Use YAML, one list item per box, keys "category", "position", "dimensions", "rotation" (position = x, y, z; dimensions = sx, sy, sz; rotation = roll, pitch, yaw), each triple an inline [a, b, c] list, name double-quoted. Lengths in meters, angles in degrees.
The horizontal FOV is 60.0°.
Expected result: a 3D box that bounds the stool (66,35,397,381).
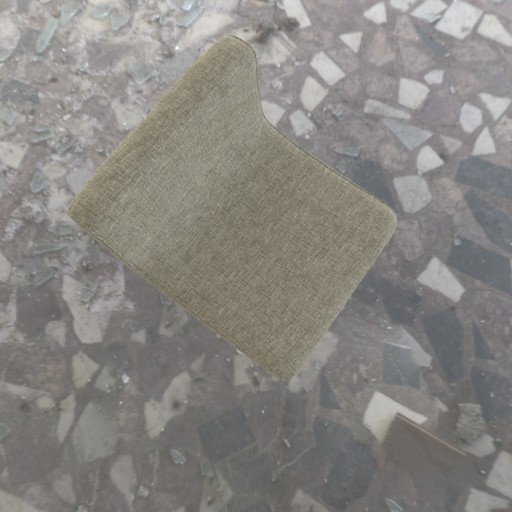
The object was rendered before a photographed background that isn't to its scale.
- category: "stool"
  position: [0.000, 0.000, 1.080]
  dimensions: [0.459, 0.835, 0.417]
  rotation: [35, 78, 9]
